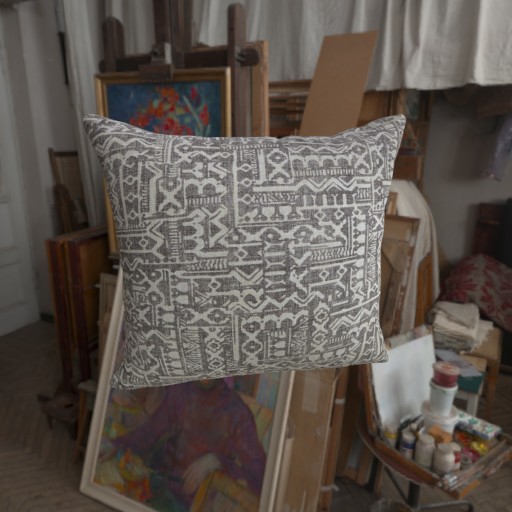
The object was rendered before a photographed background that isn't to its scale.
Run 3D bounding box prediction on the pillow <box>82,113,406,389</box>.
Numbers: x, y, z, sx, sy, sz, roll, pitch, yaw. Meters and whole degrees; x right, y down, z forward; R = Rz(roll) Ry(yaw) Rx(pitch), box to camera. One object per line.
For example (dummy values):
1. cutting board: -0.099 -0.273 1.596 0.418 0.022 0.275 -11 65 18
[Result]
1. pillow: 0.000 0.000 0.794 0.546 0.487 0.180 -3 16 -9
